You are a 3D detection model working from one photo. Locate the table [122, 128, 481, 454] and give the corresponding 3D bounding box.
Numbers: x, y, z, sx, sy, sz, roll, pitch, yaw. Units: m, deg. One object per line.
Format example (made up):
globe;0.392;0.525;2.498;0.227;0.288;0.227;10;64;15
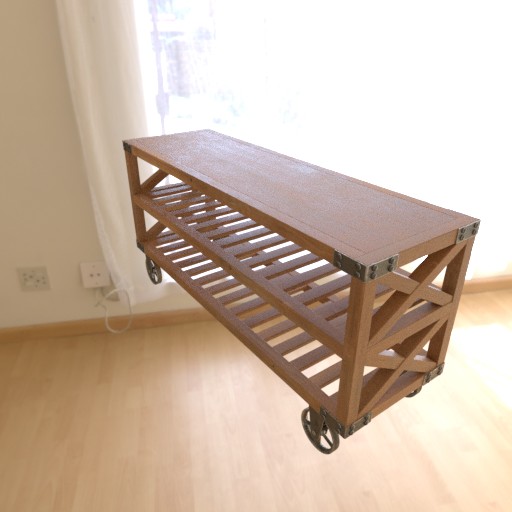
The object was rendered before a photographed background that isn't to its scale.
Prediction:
table;0.000;0.000;1.784;0.467;0.711;1.487;-18;33;-31
